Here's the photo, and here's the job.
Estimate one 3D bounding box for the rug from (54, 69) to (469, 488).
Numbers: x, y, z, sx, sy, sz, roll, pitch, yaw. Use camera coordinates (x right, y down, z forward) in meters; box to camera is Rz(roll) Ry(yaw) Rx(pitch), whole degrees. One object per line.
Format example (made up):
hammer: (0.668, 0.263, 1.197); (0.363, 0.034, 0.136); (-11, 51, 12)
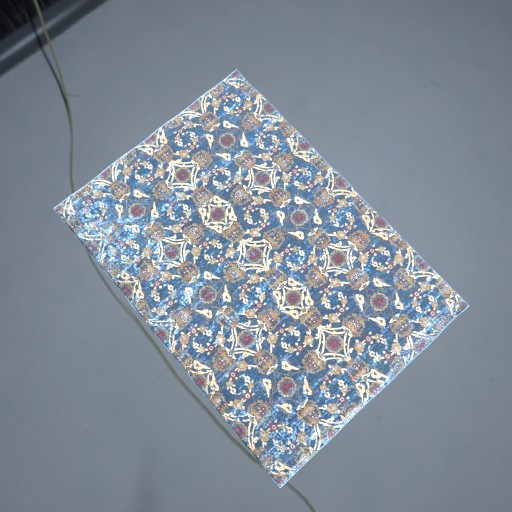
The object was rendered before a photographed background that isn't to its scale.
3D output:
rug: (0.000, 0.000, 2.804); (1.567, 0.014, 2.207); (-40, 80, -9)
